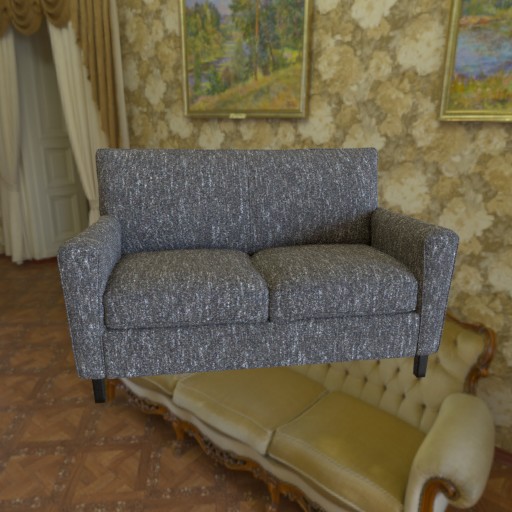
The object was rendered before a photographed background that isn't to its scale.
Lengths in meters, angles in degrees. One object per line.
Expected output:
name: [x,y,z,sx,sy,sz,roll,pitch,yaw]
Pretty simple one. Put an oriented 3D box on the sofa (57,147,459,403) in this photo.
sofa: [0.000,0.000,2.051,1.519,0.946,0.801,-2,17,-8]
